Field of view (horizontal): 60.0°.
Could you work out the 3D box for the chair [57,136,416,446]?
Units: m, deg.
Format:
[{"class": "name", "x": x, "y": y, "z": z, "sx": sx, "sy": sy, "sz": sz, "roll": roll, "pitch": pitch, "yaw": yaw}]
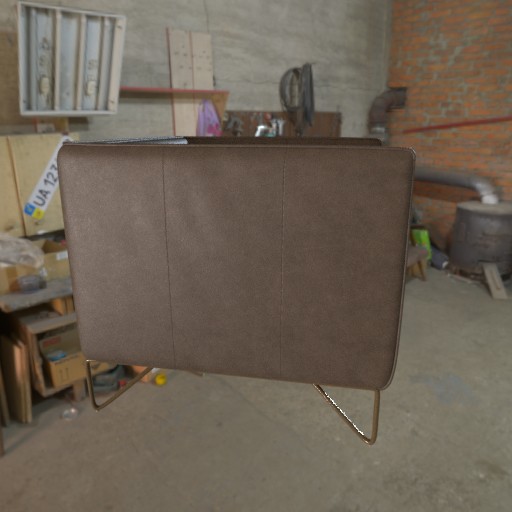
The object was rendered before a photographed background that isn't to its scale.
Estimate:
[{"class": "chair", "x": 0.000, "y": 0.000, "z": 1.539, "sx": 0.894, "sy": 0.790, "sz": 0.880, "roll": 3, "pitch": 17, "yaw": 10}]
